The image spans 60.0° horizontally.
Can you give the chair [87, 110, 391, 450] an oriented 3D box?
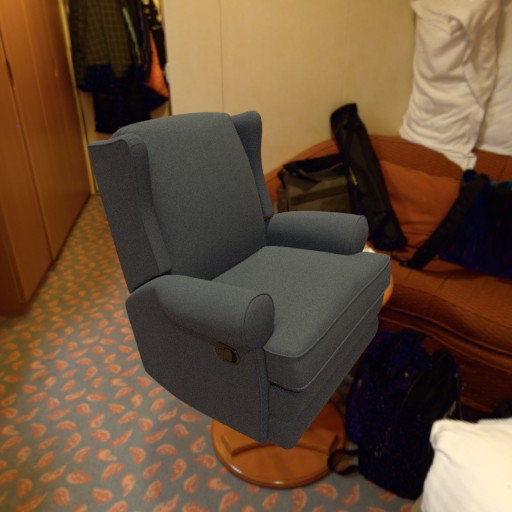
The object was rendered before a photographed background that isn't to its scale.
[{"bbox_3d":[0.000,0.000,1.742,0.877,1.020,0.971,16,29,30],"label":"chair"}]
